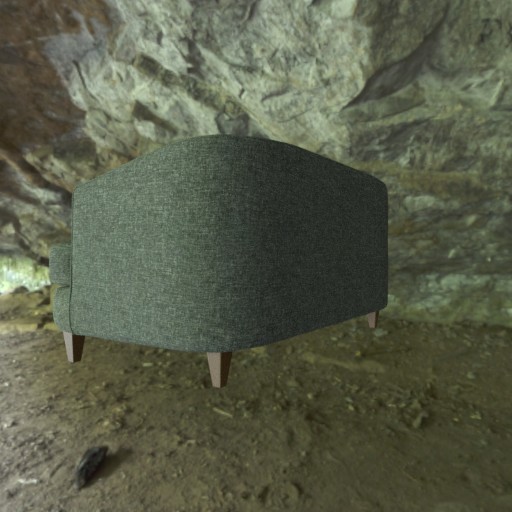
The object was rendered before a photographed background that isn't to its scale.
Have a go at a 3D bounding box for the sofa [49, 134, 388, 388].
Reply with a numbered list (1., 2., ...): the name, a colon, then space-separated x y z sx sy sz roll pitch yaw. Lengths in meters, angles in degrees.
1. sofa: 0.000 0.000 2.256 0.941 0.855 1.733 0 1 35
